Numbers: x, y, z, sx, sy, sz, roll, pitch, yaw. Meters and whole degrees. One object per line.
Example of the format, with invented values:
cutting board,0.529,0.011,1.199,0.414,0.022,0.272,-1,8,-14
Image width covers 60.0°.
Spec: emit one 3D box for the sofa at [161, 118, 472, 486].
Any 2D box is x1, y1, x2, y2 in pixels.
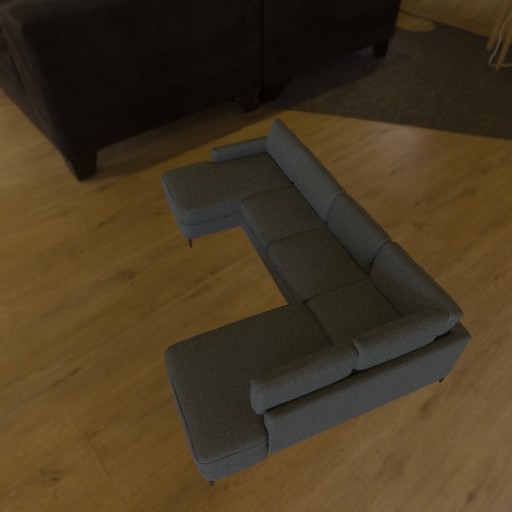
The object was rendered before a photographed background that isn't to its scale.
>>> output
sofa,0.000,0.000,3.779,1.984,0.858,2.975,-17,48,-16
